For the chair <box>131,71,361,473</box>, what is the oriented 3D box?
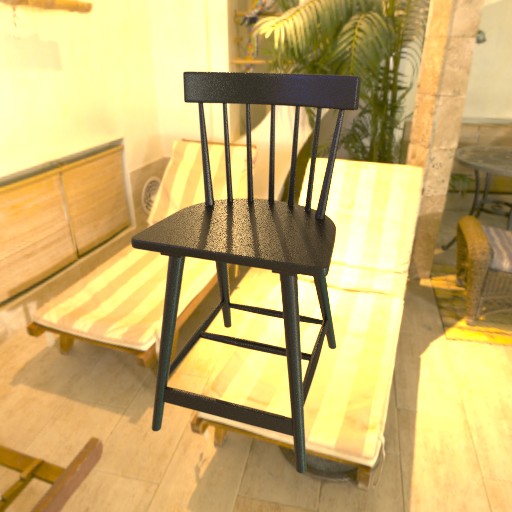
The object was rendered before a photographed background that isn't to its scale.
[{"bbox_3d":[0.000,0.000,1.263,0.483,0.952,0.572,9,28,17],"label":"chair"}]
